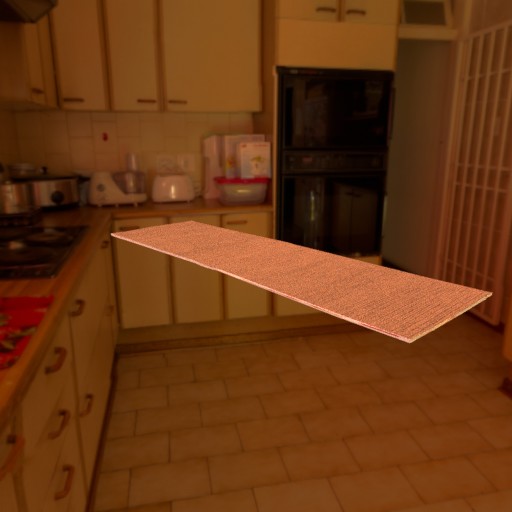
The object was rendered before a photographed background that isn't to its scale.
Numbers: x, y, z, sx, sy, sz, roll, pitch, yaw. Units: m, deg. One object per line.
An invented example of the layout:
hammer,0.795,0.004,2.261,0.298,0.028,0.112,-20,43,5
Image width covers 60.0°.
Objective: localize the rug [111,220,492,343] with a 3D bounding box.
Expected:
rug,0.000,0.000,2.535,0.692,0.032,2.320,-13,20,-40
